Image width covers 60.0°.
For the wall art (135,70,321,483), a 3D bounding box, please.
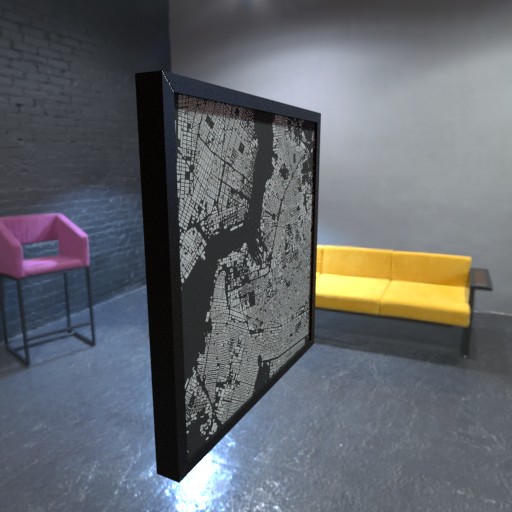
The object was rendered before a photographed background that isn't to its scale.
[{"bbox_3d":[0.000,0.000,0.753,0.038,0.506,0.506,6,14,27],"label":"wall art"}]
